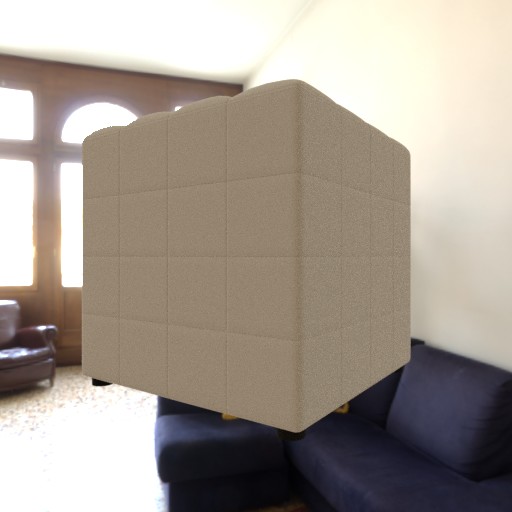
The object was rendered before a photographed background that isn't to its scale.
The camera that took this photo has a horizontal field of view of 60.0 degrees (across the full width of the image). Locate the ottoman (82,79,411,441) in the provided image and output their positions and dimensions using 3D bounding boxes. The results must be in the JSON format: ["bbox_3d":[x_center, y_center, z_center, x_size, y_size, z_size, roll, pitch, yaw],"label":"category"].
[{"bbox_3d":[0.000,0.000,0.794,0.425,0.432,0.425,0,0,36],"label":"ottoman"}]
